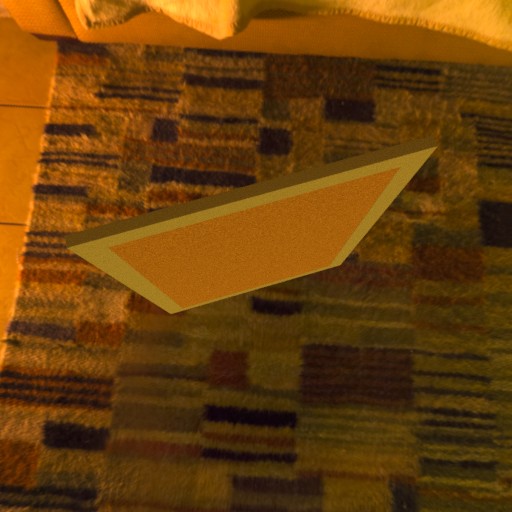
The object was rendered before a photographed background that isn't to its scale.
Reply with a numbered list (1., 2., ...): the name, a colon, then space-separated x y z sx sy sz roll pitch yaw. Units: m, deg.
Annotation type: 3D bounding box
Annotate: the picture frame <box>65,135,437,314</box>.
1. picture frame: 0.000 0.000 0.598 0.326 0.459 0.011 -16 76 -4
